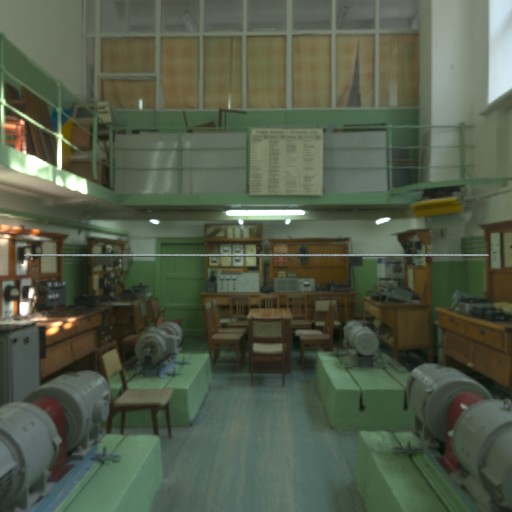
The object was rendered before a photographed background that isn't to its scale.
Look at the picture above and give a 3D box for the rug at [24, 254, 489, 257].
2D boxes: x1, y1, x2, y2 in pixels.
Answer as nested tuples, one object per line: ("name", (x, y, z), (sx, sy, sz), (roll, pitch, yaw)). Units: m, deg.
("rug", (0.000, 0.000, 3.084), (2.440, 0.008, 1.524), (0, 0, 0))
